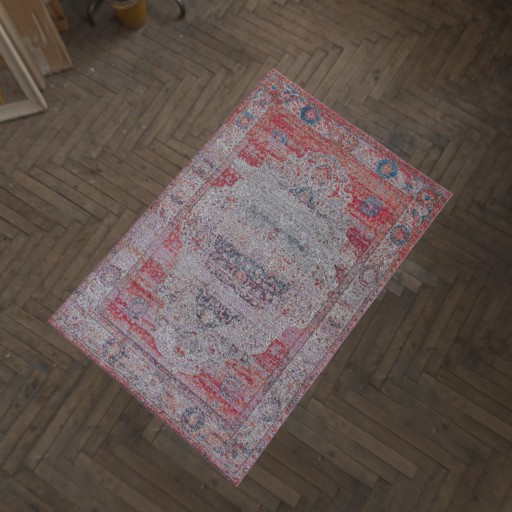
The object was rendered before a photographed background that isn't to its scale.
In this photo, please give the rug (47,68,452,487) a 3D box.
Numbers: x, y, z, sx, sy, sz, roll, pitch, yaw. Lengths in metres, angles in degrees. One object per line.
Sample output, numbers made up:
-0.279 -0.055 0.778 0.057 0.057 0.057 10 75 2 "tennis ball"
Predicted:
0.000 0.000 2.281 1.219 0.006 1.829 38 80 8 "rug"
